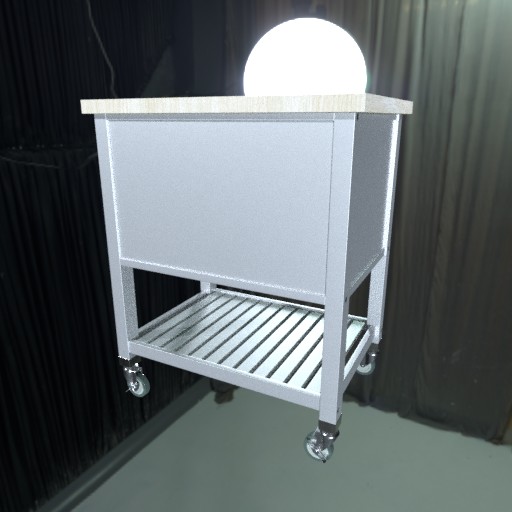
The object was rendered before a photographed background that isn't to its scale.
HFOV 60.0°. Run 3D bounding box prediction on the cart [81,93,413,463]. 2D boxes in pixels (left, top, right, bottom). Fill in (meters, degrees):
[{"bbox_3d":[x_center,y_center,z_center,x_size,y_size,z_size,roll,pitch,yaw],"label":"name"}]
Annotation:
[{"bbox_3d":[0.000,0.000,1.383,0.762,0.914,0.559,9,19,26],"label":"cart"}]
